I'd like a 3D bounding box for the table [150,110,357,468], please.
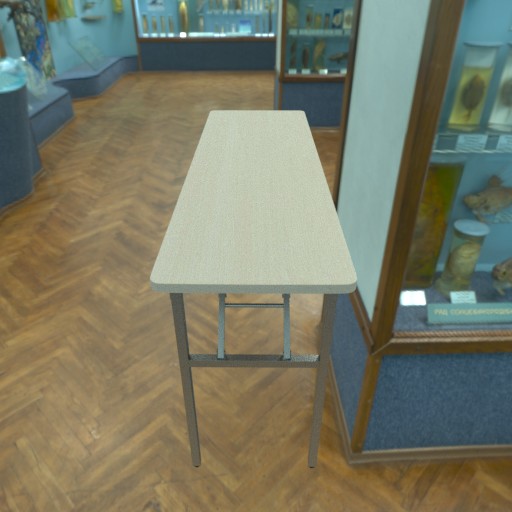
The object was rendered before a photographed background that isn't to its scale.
[{"bbox_3d":[0.000,0.000,1.719,0.446,0.750,1.397,0,33,0],"label":"table"}]
